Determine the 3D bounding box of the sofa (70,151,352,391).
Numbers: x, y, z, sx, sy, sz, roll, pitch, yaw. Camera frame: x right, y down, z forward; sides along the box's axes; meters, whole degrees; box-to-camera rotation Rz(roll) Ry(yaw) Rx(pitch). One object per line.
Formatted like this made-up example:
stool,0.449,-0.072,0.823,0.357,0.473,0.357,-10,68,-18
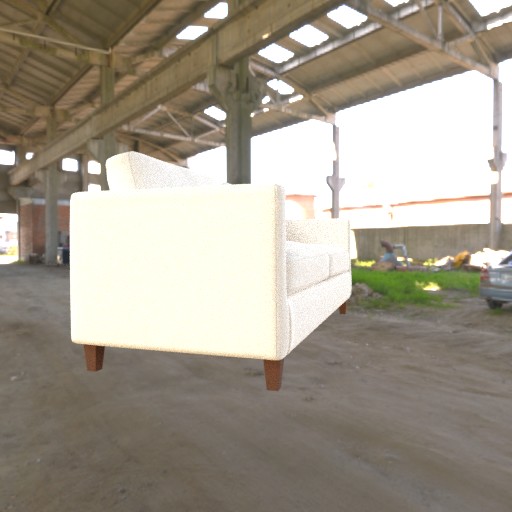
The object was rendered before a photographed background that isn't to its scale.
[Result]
sofa,0.000,0.000,2.649,0.924,0.933,2.139,0,1,19
